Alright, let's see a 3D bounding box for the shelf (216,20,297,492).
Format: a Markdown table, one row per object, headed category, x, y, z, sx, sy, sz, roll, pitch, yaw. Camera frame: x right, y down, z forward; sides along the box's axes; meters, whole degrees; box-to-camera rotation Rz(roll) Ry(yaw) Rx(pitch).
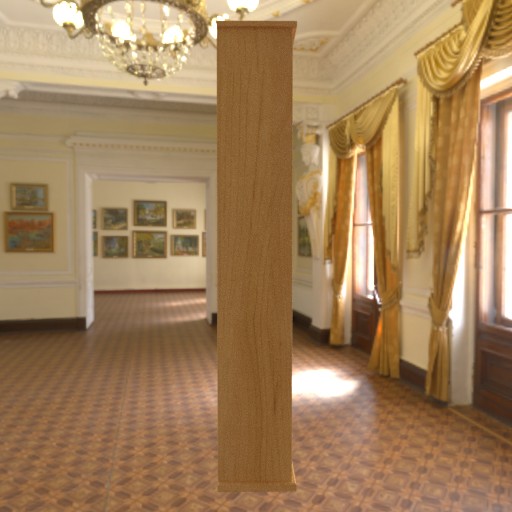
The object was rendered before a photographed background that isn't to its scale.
| category | x | y | z | sx | sy | sz | roll | pitch | yaw |
| --- | --- | --- | --- | --- | --- | --- | --- | --- | --- |
| shelf | 0.000 | 0.000 | 1.224 | 0.175 | 1.030 | 0.520 | 0 | 1 | 0 |
